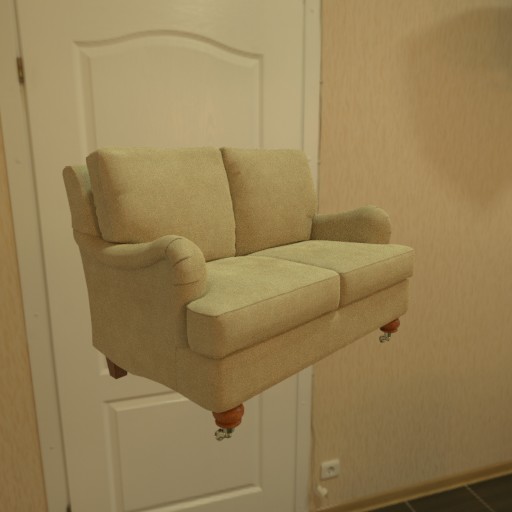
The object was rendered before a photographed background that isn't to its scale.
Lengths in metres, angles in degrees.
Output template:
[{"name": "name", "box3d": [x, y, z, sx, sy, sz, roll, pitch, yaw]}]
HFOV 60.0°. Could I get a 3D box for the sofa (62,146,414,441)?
[{"name": "sofa", "box3d": [0.000, 0.000, 2.248, 1.086, 1.087, 1.498, 12, 17, 42]}]
